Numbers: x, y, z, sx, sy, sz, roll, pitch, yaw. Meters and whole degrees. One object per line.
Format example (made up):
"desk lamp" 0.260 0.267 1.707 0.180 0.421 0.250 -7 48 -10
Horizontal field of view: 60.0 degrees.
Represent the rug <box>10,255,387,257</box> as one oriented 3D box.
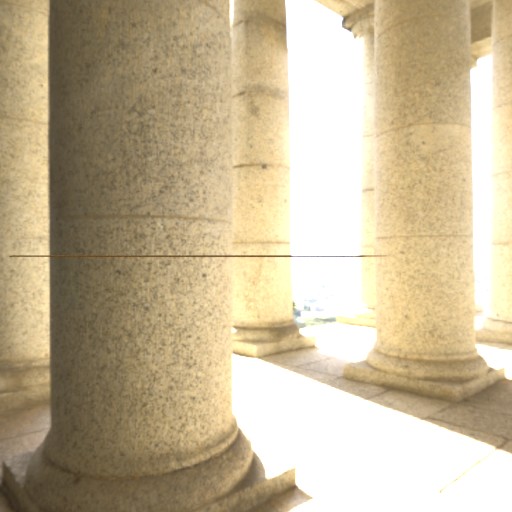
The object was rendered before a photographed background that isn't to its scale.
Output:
"rug" 0.000 0.000 2.834 1.525 0.007 2.336 0 0 19
